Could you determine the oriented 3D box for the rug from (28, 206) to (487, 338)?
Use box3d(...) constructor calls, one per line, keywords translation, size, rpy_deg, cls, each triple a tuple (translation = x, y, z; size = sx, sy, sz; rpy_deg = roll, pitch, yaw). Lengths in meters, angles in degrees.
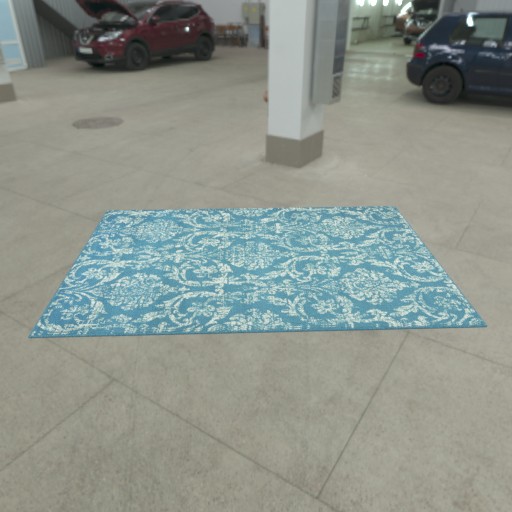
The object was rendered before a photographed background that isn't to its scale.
box3d(translation=(0.000, 0.000, 3.431), size=(2.746, 0.018, 1.816), rpy_deg=(-1, 30, -2), cls="rug")
